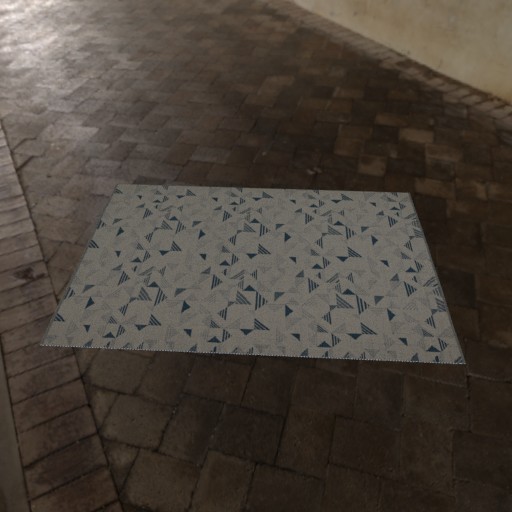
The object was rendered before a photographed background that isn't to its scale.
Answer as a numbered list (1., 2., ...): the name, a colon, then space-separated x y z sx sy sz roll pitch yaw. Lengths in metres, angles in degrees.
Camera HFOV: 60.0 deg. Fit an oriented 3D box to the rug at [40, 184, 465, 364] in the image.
1. rug: 0.000 0.000 2.326 1.835 0.003 1.206 2 44 2
